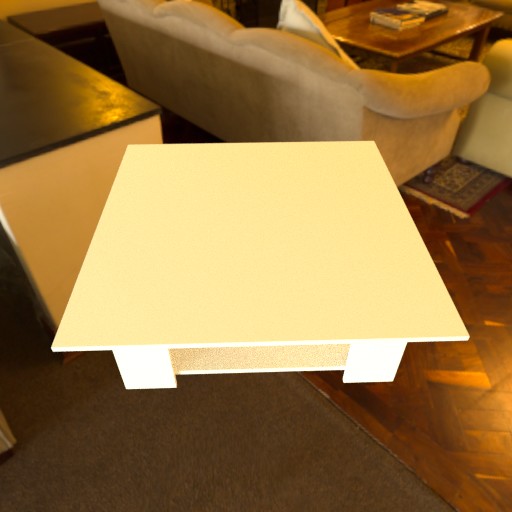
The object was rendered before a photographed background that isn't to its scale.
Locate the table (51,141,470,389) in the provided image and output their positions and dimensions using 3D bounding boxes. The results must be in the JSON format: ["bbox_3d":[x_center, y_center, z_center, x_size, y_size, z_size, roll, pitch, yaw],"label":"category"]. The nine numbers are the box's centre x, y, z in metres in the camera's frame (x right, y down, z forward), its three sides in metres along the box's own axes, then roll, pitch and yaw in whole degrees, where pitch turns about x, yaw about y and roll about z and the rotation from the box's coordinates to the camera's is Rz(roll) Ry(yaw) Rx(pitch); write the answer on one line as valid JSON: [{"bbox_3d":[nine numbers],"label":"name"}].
[{"bbox_3d":[0.000,0.000,1.374,0.890,0.305,0.890,-1,42,-1],"label":"table"}]
